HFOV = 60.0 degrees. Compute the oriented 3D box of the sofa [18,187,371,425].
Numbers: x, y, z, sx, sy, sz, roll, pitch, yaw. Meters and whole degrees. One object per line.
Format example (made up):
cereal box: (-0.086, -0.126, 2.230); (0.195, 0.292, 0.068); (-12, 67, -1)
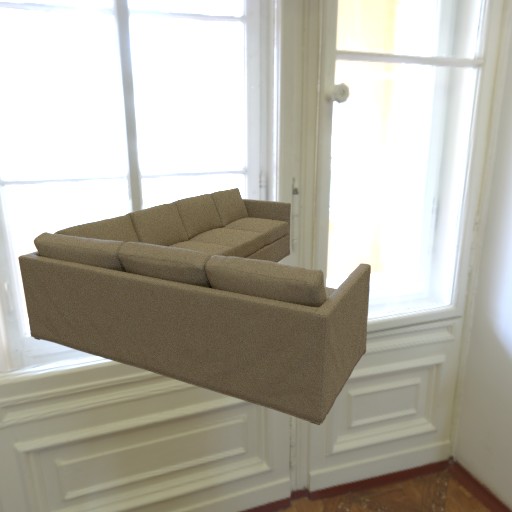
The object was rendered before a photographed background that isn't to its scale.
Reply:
sofa: (0.000, 0.000, 4.219); (2.432, 0.871, 3.182); (8, 18, 25)
